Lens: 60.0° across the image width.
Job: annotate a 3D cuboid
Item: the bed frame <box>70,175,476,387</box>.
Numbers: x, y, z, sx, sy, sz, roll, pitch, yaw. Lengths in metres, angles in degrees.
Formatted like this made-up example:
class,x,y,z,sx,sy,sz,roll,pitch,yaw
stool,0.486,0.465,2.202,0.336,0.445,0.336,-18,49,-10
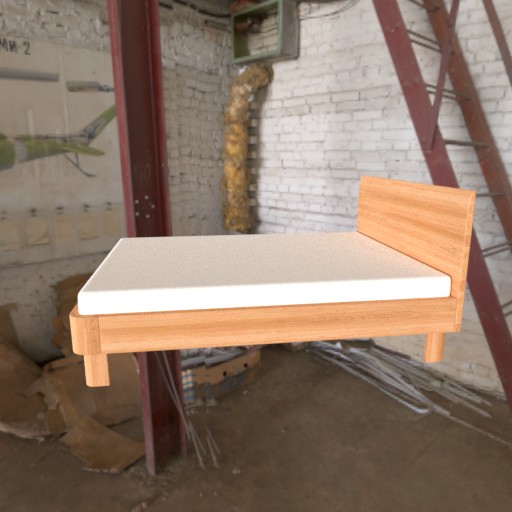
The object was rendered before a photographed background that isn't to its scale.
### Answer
class,x,y,z,sx,sy,sz,roll,pitch,yaw
bed frame,0.000,0.000,2.871,1.992,0.940,1.472,-2,13,-8
